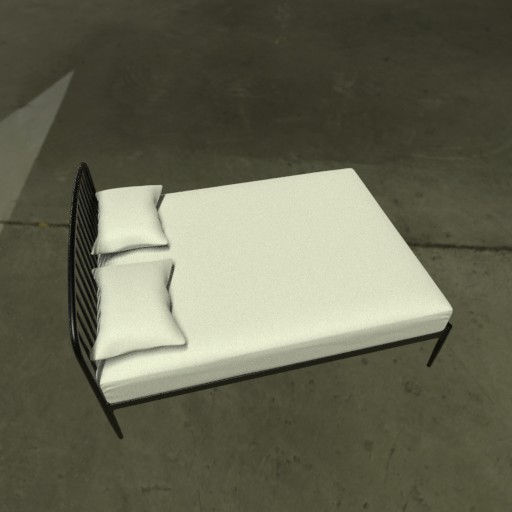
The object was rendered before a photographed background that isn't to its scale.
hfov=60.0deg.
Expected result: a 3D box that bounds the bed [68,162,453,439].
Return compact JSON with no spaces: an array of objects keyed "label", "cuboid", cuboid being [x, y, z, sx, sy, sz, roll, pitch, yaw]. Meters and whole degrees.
[{"label":"bed","cuboid":[0.000,0.000,3.074,2.159,1.166,1.618,-10,45,-10]}]
